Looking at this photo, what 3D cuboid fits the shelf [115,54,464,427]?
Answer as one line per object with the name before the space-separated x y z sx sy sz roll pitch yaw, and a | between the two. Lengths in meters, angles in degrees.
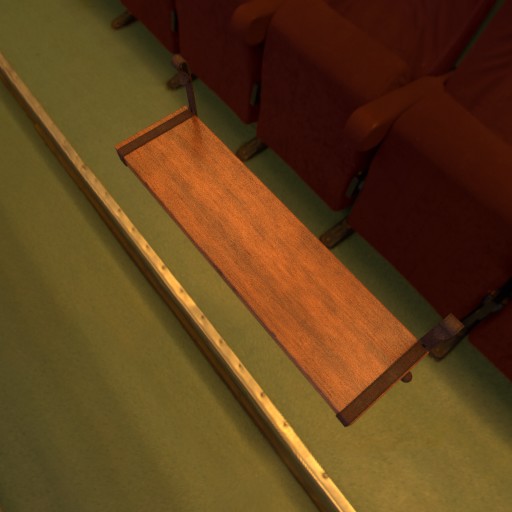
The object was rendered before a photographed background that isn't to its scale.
shelf | 0.000 0.000 0.687 0.146 0.330 0.567 -36 69 -16
